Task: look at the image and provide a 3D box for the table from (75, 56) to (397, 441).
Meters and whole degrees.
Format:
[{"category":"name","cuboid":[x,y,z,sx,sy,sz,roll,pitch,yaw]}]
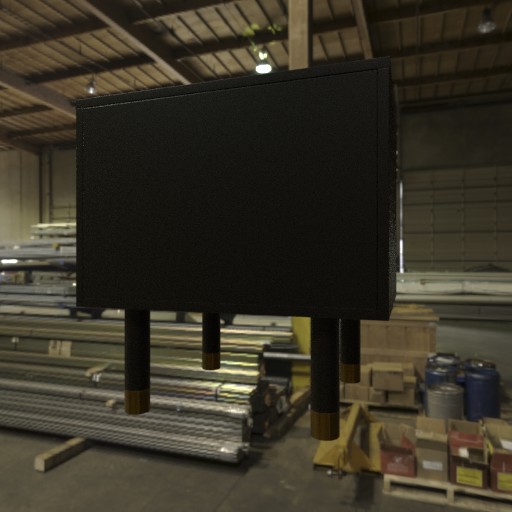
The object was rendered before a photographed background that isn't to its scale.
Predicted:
[{"category":"table","cuboid":[0.000,0.000,0.947,0.564,0.584,0.441,0,0,19]}]
